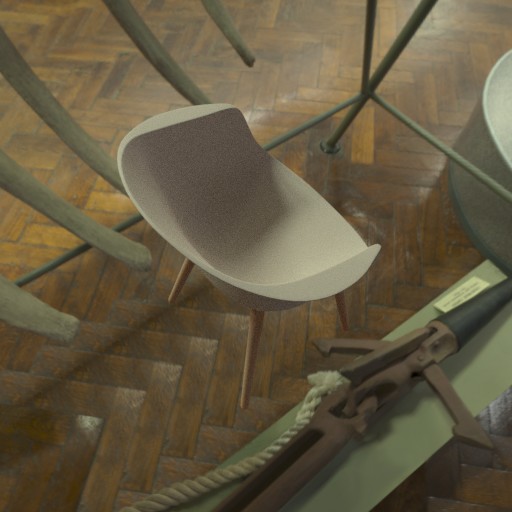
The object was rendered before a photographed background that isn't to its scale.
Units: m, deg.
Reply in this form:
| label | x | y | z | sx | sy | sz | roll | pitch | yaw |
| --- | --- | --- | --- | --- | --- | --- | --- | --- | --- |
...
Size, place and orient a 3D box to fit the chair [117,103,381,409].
| label | x | y | z | sx | sy | sz | roll | pitch | yaw |
| --- | --- | --- | --- | --- | --- | --- | --- | --- | --- |
| chair | 0.000 | 0.000 | 1.172 | 0.504 | 0.781 | 0.593 | -31 | 63 | -18 |
